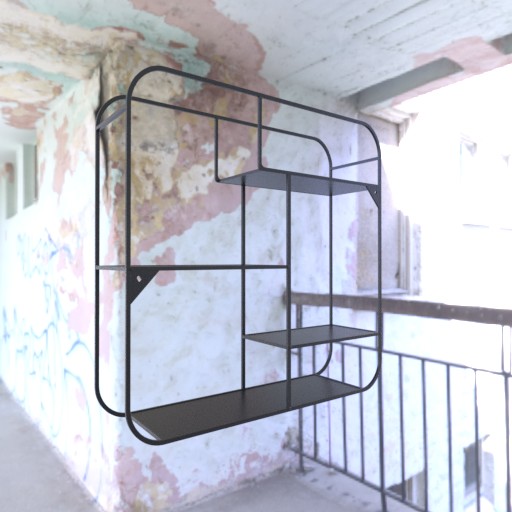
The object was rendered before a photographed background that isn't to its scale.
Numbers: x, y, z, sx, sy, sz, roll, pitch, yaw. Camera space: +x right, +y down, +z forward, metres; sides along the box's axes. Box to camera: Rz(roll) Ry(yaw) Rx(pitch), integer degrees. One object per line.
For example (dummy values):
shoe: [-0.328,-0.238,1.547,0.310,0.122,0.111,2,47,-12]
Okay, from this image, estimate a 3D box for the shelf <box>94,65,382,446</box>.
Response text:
shelf: [0.000,0.000,0.908,0.600,0.600,0.160,0,-1,-36]
